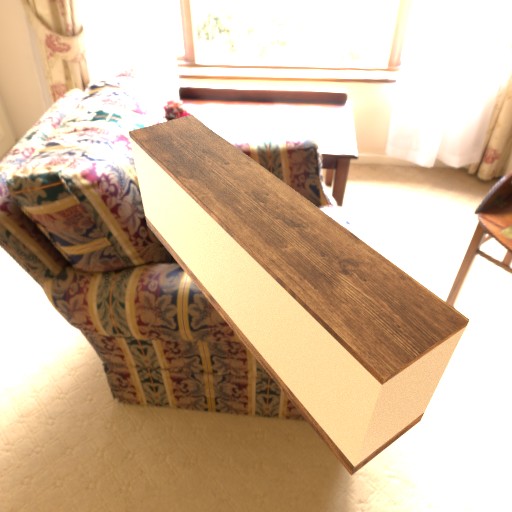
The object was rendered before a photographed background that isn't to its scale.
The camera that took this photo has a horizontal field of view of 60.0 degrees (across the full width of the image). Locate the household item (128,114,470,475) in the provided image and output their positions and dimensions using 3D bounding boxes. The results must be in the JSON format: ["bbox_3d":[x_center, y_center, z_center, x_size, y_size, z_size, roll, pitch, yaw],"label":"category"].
[{"bbox_3d":[0.000,0.000,2.041,0.390,0.615,1.800,-24,47,-25],"label":"household item"}]
